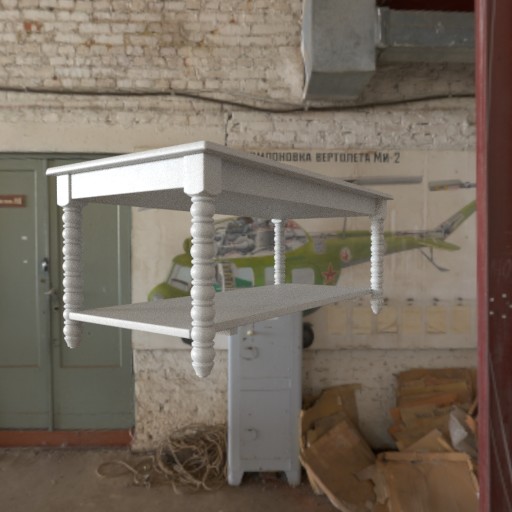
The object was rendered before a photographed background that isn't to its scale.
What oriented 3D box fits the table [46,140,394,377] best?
[{"bbox_3d":[0.000,0.000,1.516,0.580,0.487,1.171,1,2,35],"label":"table"}]
